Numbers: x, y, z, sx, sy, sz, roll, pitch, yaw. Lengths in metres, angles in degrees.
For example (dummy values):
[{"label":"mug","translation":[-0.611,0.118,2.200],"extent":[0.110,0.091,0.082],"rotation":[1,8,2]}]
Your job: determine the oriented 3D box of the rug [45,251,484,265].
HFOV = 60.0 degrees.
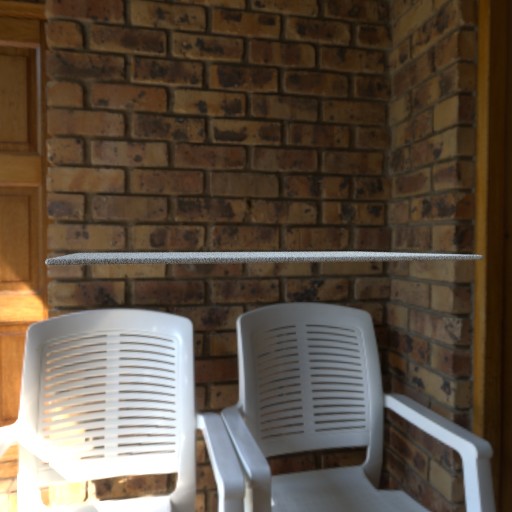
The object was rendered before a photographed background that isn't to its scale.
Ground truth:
[{"label":"rug","translation":[0.000,0.000,3.055],"extent":[2.438,0.030,1.524],"rotation":[0,2,-17]}]
